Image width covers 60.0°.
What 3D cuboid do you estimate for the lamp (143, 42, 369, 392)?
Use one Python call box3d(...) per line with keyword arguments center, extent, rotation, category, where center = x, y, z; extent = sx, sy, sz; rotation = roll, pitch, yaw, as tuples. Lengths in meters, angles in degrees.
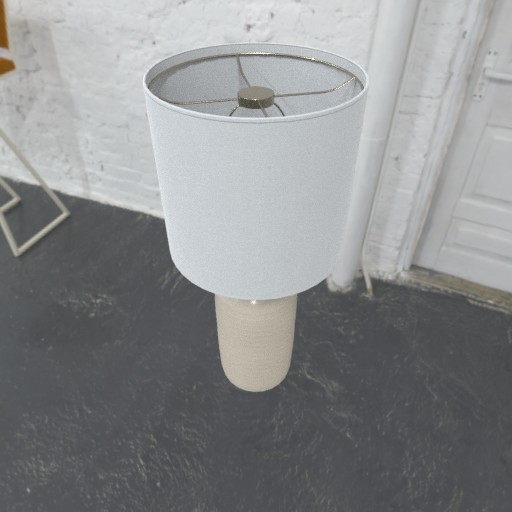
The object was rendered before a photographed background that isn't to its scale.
box3d(center=(0.000, 0.000, 0.592), extent=(0.220, 0.475, 0.220), rotation=(1, 40, 1), category="lamp")
